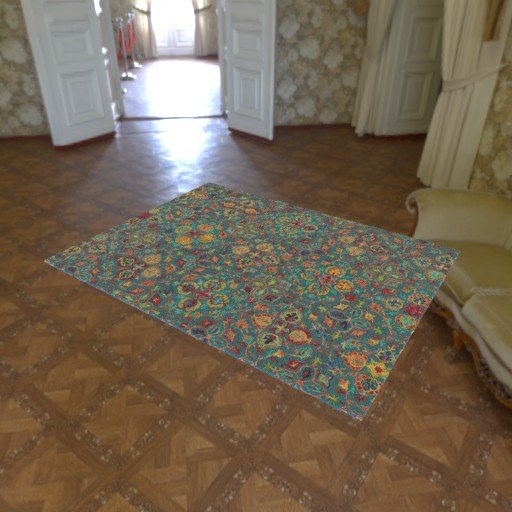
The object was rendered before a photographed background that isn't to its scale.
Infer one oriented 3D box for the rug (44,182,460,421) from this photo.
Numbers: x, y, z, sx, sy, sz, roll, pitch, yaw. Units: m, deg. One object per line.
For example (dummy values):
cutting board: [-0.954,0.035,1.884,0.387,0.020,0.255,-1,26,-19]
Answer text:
rug: [0.000,0.000,4.271,3.204,0.025,2.434,19,36,29]
